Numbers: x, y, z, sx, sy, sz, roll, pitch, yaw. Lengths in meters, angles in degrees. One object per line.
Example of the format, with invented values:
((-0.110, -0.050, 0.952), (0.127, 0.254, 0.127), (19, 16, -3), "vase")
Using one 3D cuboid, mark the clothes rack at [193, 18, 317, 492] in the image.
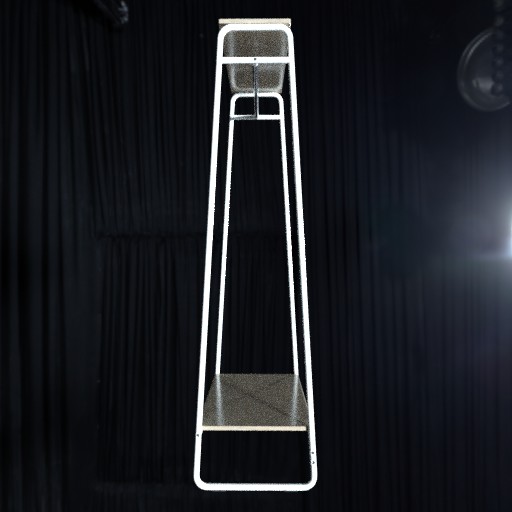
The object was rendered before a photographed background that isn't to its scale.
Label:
((0.000, 0.000, 1.734), (0.400, 1.512, 0.640), (0, 1, 1), "clothes rack")
